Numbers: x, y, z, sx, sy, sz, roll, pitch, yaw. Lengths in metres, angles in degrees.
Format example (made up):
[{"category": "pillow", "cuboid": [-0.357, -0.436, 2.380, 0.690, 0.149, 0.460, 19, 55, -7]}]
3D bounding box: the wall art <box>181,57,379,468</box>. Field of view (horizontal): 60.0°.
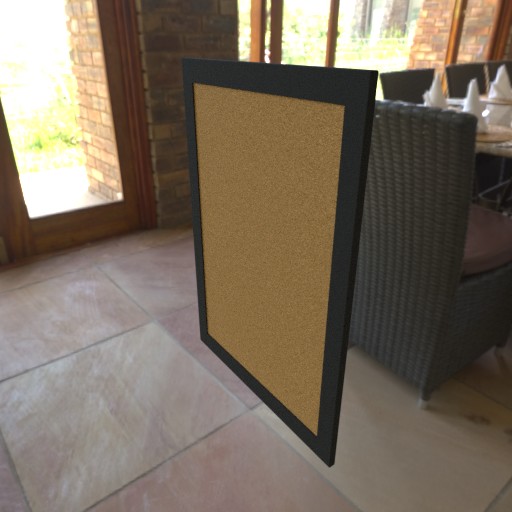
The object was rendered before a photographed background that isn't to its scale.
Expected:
[{"category": "wall art", "cuboid": [0.000, 0.000, 0.660, 0.012, 0.529, 0.374, -18, 31, -32]}]
